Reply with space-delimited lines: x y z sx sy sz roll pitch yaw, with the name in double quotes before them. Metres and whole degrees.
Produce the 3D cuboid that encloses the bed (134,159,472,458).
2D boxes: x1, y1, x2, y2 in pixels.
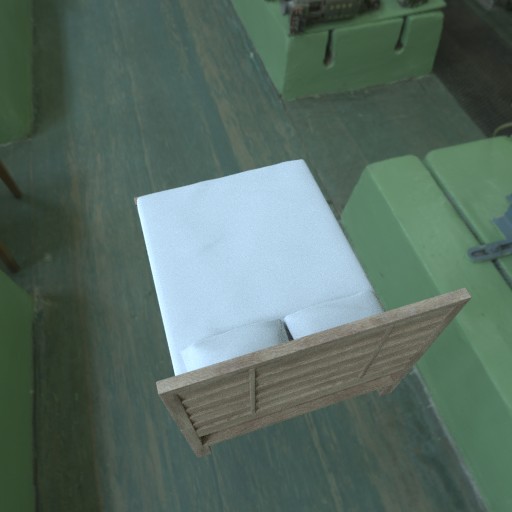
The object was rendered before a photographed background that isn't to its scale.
"bed" 0.000 0.000 3.385 1.626 1.626 2.197 -15 58 -10
